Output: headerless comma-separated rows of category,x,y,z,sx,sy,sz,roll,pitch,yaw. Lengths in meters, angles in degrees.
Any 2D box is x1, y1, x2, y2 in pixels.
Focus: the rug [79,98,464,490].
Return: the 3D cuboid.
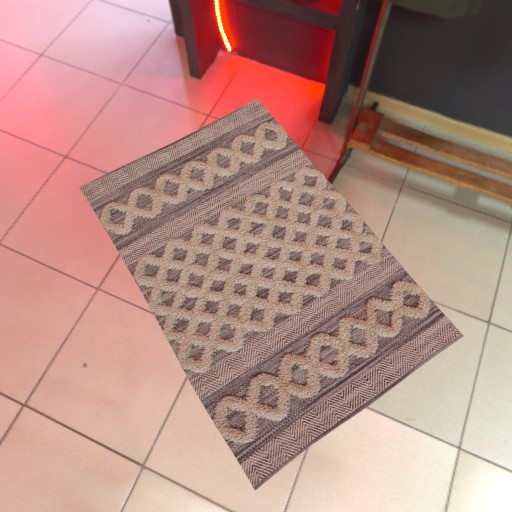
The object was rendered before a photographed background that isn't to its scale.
rug,0.000,0.000,2.328,1.222,0.030,1.823,-31,69,-13
